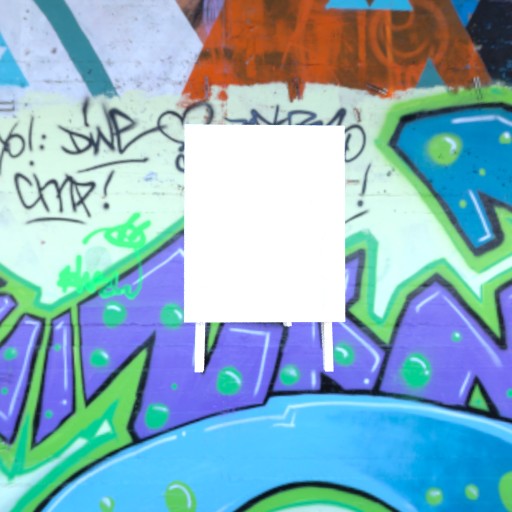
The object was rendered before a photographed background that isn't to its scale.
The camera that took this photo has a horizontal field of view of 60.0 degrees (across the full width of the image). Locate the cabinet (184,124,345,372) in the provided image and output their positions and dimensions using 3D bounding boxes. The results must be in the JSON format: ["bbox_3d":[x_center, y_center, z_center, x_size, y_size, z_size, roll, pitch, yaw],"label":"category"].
[{"bbox_3d":[0.000,0.000,2.479,0.500,0.780,2.200,0,-1,-1],"label":"cabinet"}]
